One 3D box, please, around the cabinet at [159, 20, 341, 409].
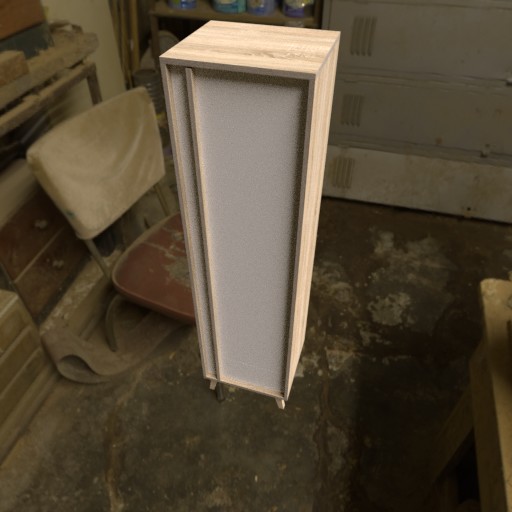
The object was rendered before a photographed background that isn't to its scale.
[{"bbox_3d":[0.000,0.000,2.176,0.510,1.960,0.450,12,43,13],"label":"cabinet"}]
